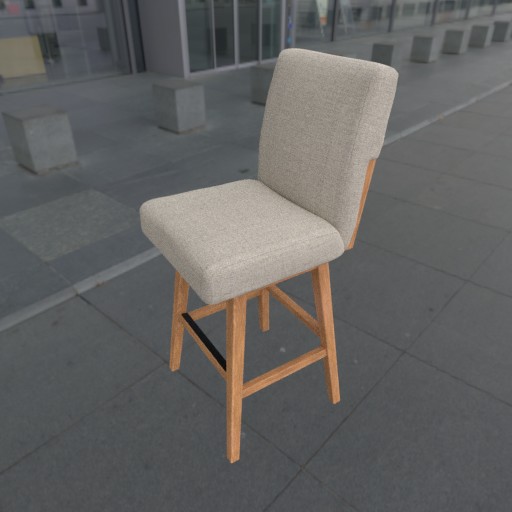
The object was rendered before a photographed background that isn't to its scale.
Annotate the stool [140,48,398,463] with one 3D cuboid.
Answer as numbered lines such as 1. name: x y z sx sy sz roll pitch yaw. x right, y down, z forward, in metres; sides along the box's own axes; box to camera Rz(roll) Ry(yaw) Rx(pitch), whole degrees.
1. stool: 0.000 0.000 1.370 0.569 1.106 0.483 -19 37 -27
